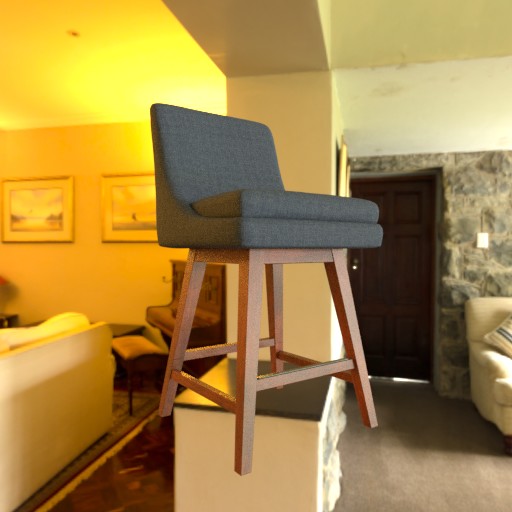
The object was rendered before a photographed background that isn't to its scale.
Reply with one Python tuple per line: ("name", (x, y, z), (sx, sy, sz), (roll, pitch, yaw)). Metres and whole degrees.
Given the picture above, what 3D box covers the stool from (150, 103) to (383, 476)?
("stool", (0.000, 0.000, 1.225), (0.467, 0.895, 0.524), (-1, 1, -36))
